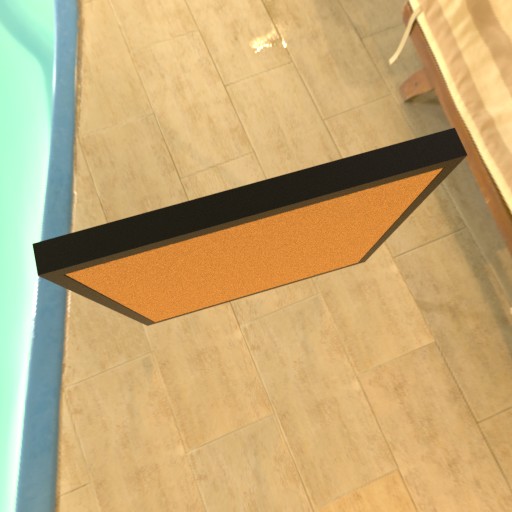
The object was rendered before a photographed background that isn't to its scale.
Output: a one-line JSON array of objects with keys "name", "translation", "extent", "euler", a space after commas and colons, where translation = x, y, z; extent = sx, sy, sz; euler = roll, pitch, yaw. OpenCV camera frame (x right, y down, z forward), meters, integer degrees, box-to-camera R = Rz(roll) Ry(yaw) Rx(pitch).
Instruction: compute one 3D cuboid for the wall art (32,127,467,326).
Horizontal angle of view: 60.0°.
[{"name": "wall art", "translation": [0.000, 0.000, 0.749], "extent": [0.506, 0.506, 0.038], "euler": [-16, 76, -4]}]
